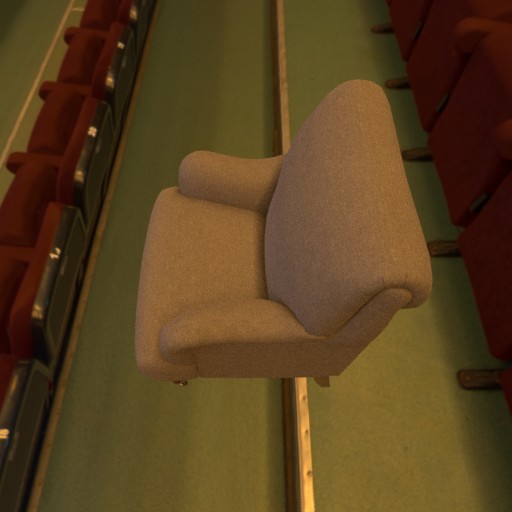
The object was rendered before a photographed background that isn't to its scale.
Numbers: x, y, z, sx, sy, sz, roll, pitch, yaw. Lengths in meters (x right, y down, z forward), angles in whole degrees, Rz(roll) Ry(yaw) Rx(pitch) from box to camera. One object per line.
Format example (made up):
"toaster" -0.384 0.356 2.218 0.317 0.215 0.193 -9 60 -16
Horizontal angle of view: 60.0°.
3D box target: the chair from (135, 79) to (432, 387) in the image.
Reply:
"chair" 0.000 0.000 1.554 0.843 0.942 0.766 -1 57 0
